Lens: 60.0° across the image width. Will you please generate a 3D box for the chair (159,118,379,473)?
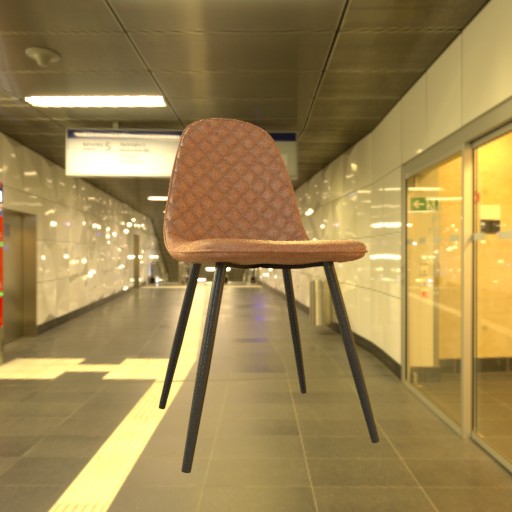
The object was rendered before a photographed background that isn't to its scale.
[{"bbox_3d":[0.000,0.000,1.189,0.472,0.889,0.561,0,0,-19],"label":"chair"}]
